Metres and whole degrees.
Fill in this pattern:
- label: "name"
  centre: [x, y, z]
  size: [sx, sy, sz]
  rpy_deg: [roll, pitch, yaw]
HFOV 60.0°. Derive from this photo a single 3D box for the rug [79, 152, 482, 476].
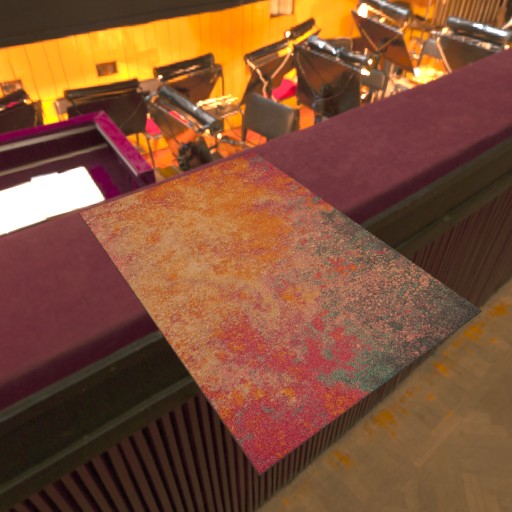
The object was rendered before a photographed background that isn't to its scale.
- label: "rug"
  centre: [0.000, 0.000, 3.681]
  size: [2.007, 0.013, 2.896]
  rpy_deg: [-25, 48, -25]
